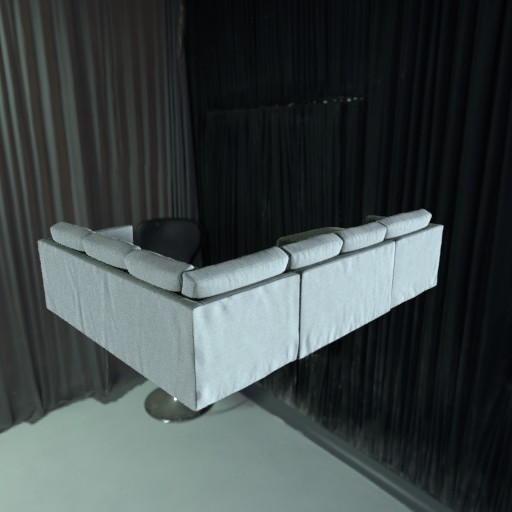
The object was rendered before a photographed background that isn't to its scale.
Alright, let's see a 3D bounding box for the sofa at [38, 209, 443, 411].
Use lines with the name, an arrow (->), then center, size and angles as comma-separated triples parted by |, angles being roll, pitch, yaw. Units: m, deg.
sofa -> 0.000, 0.000, 4.587 | 3.434, 0.869, 2.440 | -15, 21, -43
